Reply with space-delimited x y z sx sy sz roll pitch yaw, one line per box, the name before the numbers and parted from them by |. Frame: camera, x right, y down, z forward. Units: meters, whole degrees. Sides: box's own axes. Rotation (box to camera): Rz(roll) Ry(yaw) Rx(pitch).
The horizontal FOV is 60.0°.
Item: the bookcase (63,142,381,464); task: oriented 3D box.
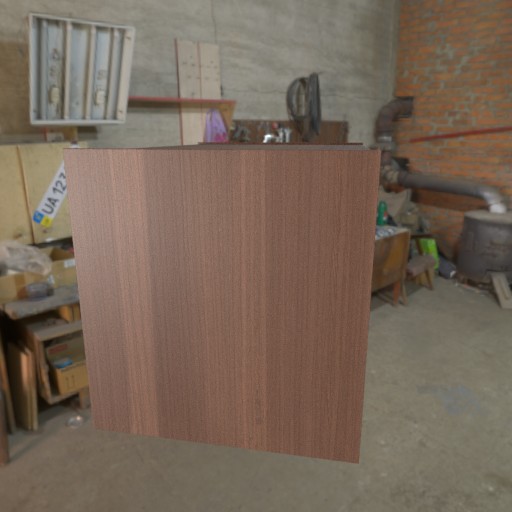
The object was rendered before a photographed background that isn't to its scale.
bookcase | 0.000 0.000 0.626 0.290 0.305 0.415 3 15 11
